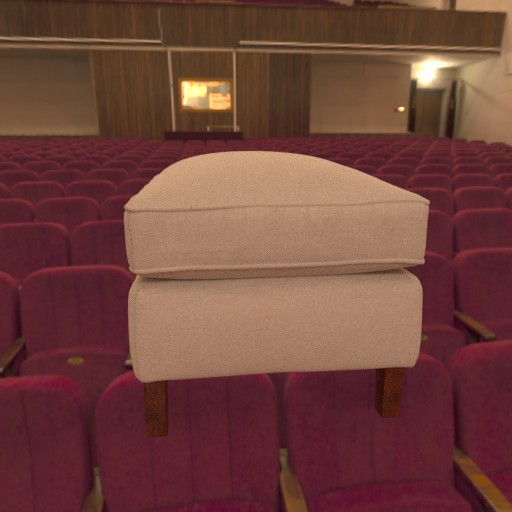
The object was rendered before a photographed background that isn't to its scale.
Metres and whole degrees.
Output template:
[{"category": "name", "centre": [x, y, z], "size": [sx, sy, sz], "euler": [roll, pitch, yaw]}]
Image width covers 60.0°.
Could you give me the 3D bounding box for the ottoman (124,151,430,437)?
[{"category": "ottoman", "centre": [0.000, 0.000, 0.991], "size": [0.501, 0.456, 0.665], "euler": [-2, 15, -7]}]
